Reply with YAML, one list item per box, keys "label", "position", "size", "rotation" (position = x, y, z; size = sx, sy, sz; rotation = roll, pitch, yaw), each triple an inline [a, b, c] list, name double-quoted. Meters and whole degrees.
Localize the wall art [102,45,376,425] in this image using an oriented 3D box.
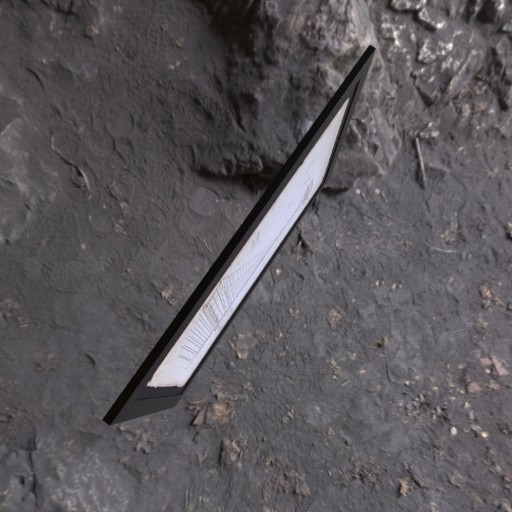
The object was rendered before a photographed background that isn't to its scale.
- label: "wall art"
  position: [0.000, 0.000, 0.829]
  size: [0.013, 0.447, 0.660]
  rotation: [32, 76, 9]
